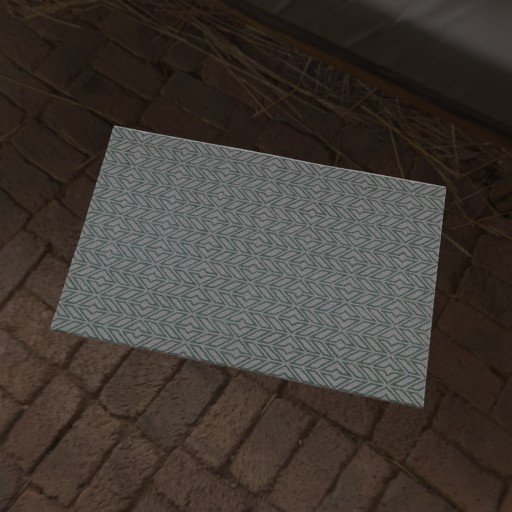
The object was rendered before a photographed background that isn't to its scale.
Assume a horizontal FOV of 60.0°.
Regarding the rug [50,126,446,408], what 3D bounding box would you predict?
[{"bbox_3d":[0.000,0.000,3.010,2.435,0.011,1.517,11,76,3],"label":"rug"}]
